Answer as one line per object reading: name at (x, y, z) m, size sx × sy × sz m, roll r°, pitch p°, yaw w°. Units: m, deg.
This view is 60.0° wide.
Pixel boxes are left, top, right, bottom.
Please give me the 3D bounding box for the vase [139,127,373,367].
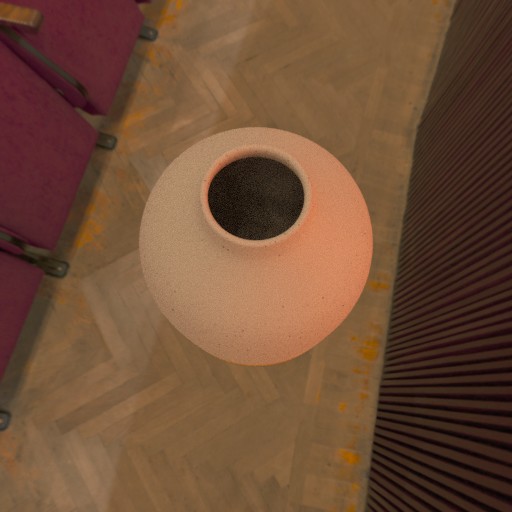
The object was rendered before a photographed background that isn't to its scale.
vase at (0.000, 0.000, 0.361) m, size 0.169 × 0.240 × 0.169 m, roll 0°, pitch 73°, yaw 0°
